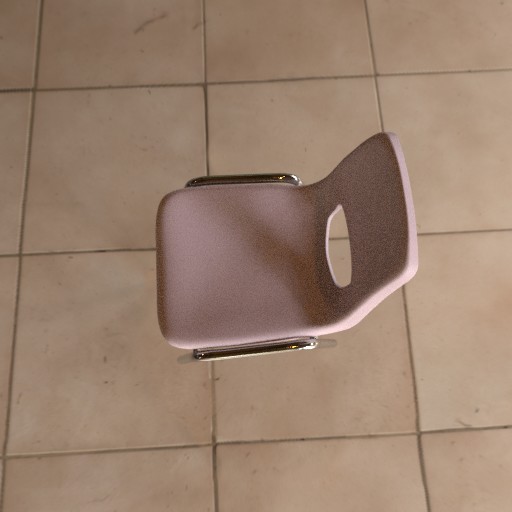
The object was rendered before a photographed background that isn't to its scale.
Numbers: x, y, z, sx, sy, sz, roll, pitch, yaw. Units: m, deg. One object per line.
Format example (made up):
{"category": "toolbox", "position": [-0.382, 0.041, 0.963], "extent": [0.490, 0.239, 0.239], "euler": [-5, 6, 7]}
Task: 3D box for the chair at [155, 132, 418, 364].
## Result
{"category": "chair", "position": [0.000, 0.000, 0.798], "extent": [0.385, 0.536, 0.354], "euler": [-4, 76, -1]}
